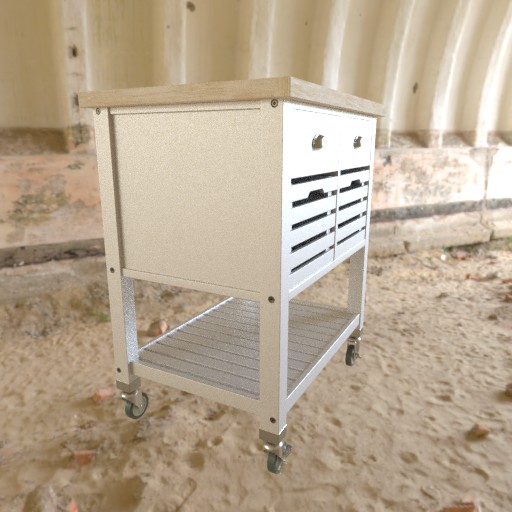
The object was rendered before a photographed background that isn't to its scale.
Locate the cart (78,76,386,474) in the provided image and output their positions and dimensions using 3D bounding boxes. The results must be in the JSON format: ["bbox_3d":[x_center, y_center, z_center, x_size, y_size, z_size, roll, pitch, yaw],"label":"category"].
[{"bbox_3d":[0.000,0.000,1.371,0.559,0.914,0.762,8,16,28],"label":"cart"}]
